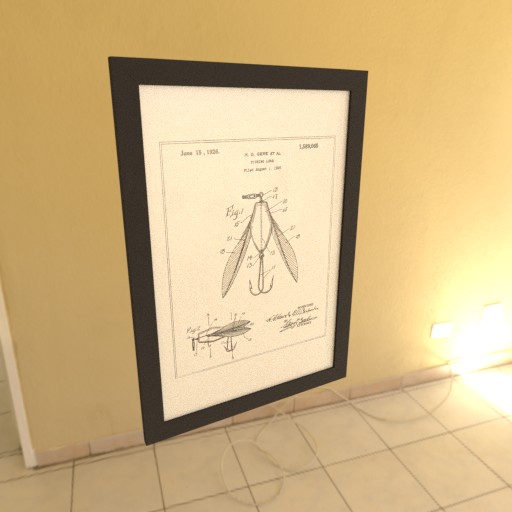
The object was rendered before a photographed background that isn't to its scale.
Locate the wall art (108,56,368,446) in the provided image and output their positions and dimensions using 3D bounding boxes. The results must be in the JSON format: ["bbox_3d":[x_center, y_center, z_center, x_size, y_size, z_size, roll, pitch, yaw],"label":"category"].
[{"bbox_3d":[0.000,0.000,0.671,0.380,0.534,0.013,-10,20,-27],"label":"wall art"}]
